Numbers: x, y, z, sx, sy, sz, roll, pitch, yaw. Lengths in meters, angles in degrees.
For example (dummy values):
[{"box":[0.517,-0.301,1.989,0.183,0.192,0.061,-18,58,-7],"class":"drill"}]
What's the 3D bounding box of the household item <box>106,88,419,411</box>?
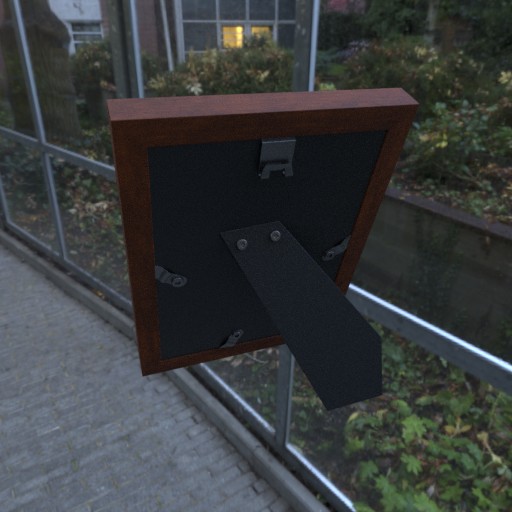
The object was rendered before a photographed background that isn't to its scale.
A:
[{"box":[0.000,0.000,0.288,0.160,0.204,0.096,-9,27,-18],"class":"household item"}]
